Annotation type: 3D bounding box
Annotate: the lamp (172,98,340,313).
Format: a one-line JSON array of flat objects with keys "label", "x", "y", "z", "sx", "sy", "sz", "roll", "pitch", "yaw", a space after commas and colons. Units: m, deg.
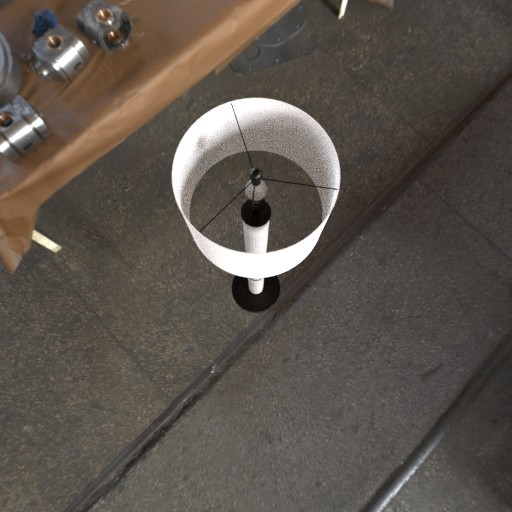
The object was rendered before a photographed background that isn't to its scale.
[{"label": "lamp", "x": 0.000, "y": 0.000, "z": 1.755, "sx": 0.377, "sy": 1.599, "sz": 0.377, "roll": 12, "pitch": 77, "yaw": 3}]
